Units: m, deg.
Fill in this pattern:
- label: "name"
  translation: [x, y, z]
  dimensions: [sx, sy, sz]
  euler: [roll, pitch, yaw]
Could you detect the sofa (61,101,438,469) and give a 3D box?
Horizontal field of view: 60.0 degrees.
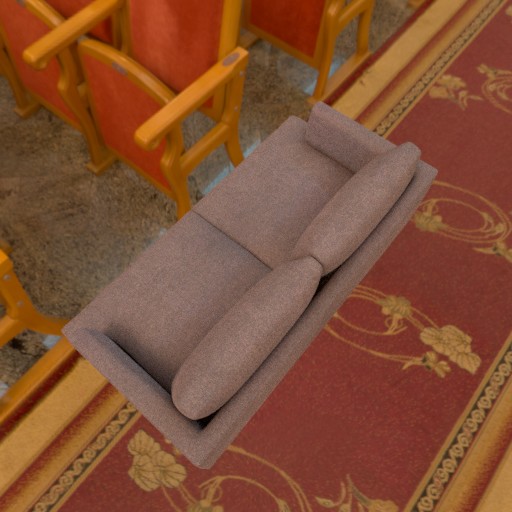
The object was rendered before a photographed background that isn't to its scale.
- label: "sofa"
  translation: [0.000, 0.000, 2.442]
  dimensions: [1.020, 0.868, 1.948]
  euler: [37, 69, 17]
